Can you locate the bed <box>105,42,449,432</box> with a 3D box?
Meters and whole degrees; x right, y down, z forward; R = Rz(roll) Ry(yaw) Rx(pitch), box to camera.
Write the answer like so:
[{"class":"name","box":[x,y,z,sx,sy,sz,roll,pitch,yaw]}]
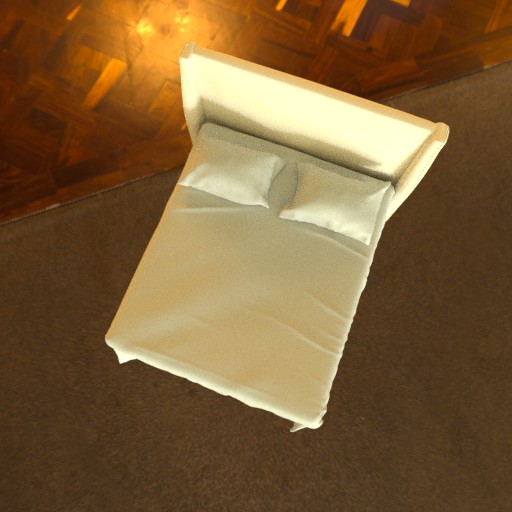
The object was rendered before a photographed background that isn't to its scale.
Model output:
[{"class":"bed","box":[0.000,0.000,3.366,1.925,1.332,2.276,20,76,5]}]
